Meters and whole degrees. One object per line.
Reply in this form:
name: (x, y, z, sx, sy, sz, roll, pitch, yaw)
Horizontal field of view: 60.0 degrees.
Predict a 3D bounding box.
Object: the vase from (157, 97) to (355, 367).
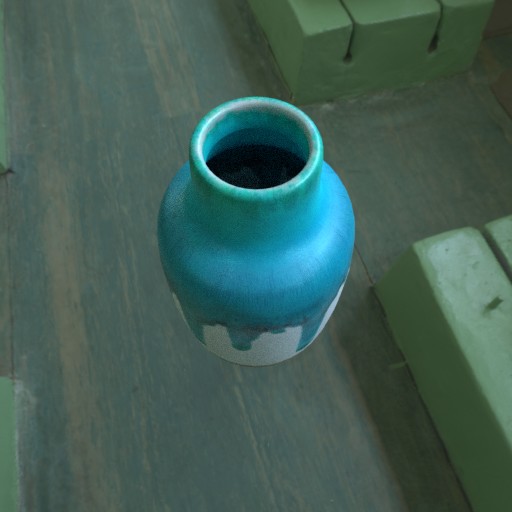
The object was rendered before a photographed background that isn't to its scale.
vase: (0.000, 0.000, 0.258, 0.106, 0.192, 0.106, 0, 63, 0)
